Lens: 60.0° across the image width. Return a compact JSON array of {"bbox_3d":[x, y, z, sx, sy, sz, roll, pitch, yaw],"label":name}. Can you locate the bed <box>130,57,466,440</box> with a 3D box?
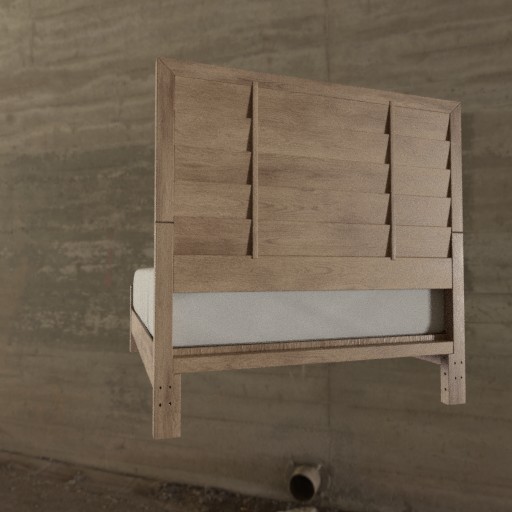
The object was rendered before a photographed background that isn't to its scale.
[{"bbox_3d":[0.000,0.000,3.169,1.626,1.626,2.197,1,-2,-18],"label":"bed"}]
